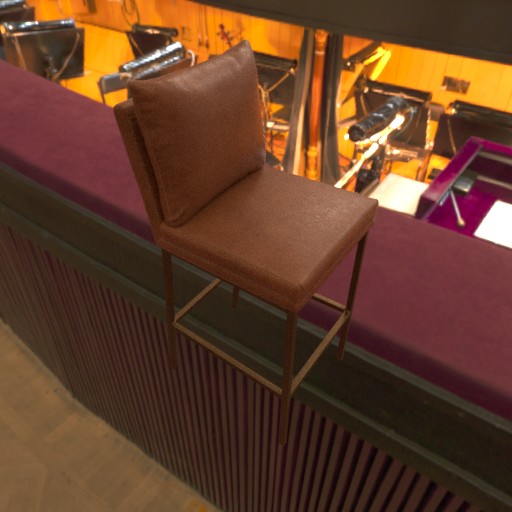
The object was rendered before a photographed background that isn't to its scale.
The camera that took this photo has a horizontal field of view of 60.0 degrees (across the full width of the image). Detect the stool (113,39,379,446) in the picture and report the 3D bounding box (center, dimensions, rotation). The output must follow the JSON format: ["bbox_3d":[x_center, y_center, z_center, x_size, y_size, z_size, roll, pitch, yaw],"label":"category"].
[{"bbox_3d":[0.000,0.000,1.401,0.571,1.124,0.463,25,46,26],"label":"stool"}]
